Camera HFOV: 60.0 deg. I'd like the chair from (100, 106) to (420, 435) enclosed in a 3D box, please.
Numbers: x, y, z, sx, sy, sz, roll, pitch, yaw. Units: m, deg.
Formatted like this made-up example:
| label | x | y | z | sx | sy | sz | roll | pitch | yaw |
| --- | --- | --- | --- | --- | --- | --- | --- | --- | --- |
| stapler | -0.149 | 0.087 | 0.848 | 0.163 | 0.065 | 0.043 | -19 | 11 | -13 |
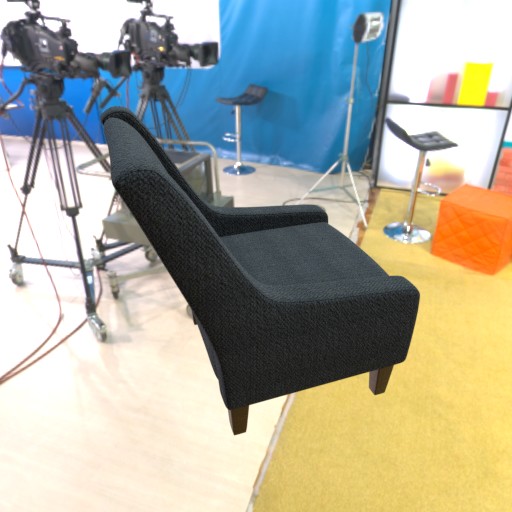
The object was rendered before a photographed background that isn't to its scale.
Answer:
| label | x | y | z | sx | sy | sz | roll | pitch | yaw |
| --- | --- | --- | --- | --- | --- | --- | --- | --- | --- |
| chair | 0.000 | 0.000 | 1.672 | 0.944 | 1.012 | 0.793 | -10 | 31 | -17 |
